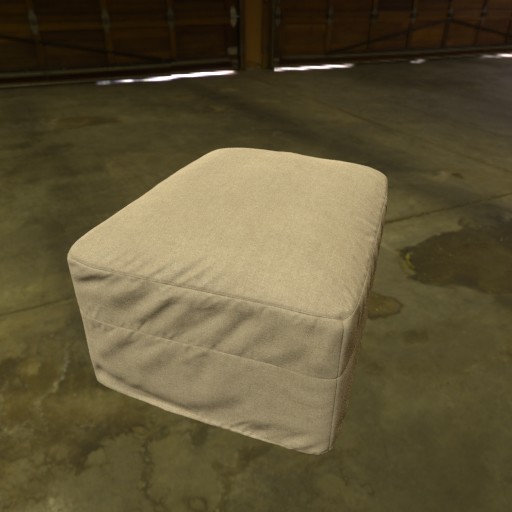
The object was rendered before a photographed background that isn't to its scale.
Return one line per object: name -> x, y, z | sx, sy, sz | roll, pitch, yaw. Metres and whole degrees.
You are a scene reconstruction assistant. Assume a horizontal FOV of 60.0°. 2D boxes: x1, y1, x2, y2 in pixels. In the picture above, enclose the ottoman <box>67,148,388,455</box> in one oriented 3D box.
ottoman -> 0.000, 0.000, 1.297 | 0.683, 0.481, 0.837 | 10, 32, 17
